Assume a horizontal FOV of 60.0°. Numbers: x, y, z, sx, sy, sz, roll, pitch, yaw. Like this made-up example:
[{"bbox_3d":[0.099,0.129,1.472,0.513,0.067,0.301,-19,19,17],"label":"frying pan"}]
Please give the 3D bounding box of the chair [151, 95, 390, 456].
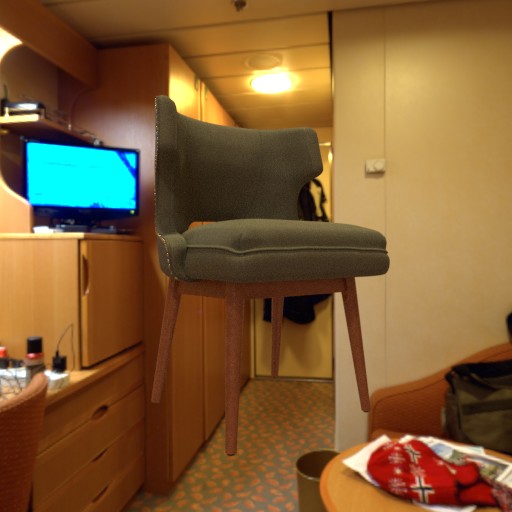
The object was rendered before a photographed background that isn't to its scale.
[{"bbox_3d":[0.000,0.000,1.264,0.595,0.863,0.581,-1,1,-36],"label":"chair"}]
